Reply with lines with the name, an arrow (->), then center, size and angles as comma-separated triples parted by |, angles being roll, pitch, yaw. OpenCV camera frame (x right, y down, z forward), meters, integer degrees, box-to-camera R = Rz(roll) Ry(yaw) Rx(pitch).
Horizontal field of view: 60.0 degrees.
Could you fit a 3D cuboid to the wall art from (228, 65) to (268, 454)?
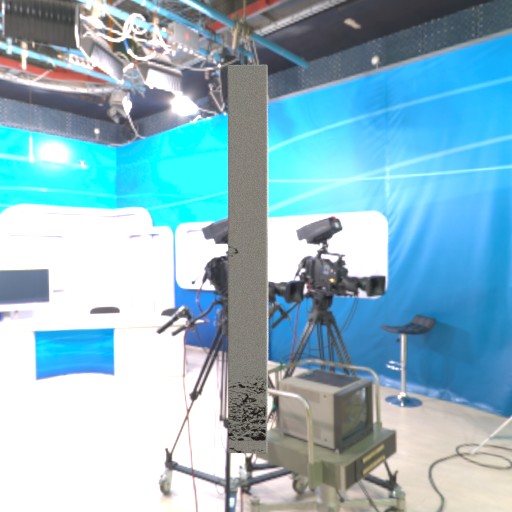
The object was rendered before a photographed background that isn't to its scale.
wall art -> 0.000, 0.000, 0.776 | 0.042, 0.414, 0.608 | 0, 1, 2
